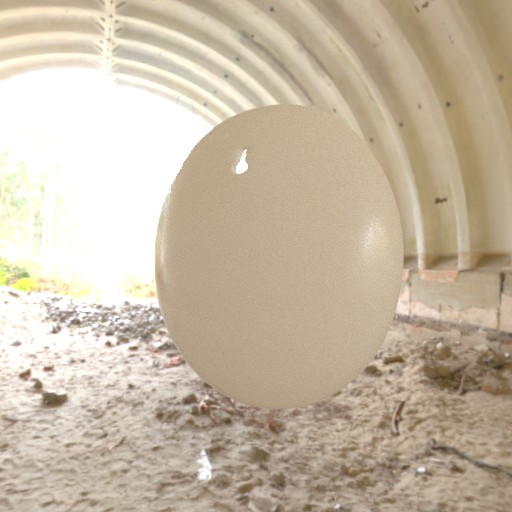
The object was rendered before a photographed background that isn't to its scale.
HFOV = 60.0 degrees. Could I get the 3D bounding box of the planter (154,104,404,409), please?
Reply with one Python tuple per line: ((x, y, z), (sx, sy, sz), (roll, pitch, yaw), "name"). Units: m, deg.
((0.000, 0.000, 0.279), (0.185, 0.188, 0.043), (-1, -2, 36), "planter")
